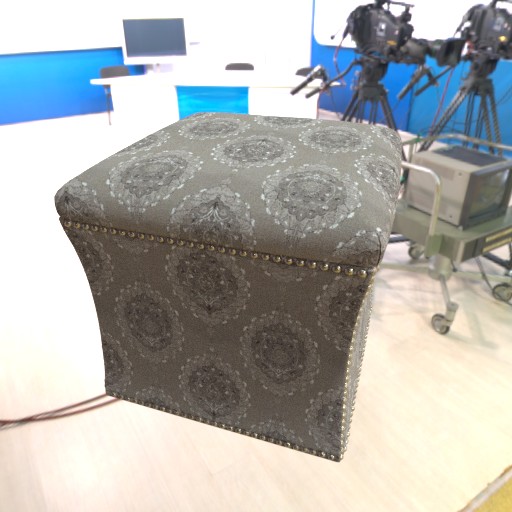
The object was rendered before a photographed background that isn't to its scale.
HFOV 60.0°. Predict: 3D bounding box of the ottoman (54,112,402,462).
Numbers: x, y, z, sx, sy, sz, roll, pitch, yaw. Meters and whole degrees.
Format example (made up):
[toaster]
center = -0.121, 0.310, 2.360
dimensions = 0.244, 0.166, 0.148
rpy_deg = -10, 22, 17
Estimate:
[ottoman]
center = 0.000, 0.000, 0.885
dimensions = 0.497, 0.473, 0.507
rpy_deg = 10, 32, 16
